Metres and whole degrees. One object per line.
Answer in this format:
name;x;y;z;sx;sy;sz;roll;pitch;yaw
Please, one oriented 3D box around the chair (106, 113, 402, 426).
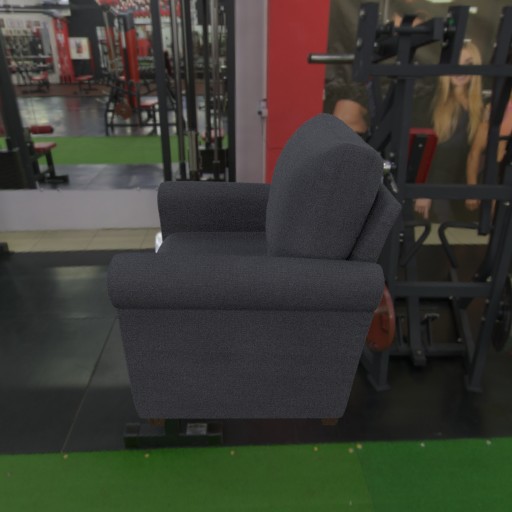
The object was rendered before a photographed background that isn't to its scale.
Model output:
chair;0.000;0.000;1.641;0.828;0.942;0.867;0;26;0
